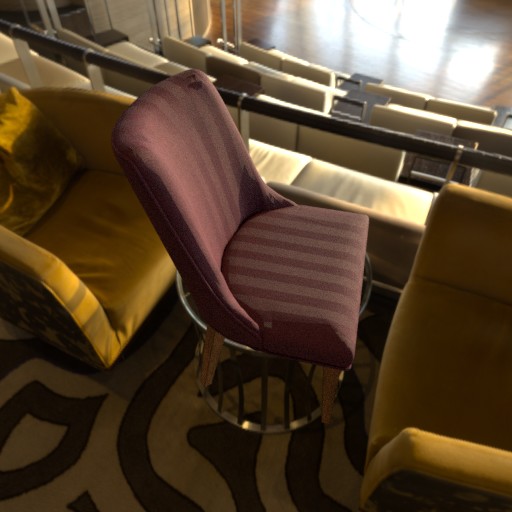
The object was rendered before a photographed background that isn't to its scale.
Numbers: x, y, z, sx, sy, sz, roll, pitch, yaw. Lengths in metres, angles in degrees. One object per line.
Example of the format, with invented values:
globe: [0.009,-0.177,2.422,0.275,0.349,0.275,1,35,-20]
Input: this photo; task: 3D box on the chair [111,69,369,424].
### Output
chair: [0.000,0.000,1.322,0.638,0.916,0.548,10,48,10]
